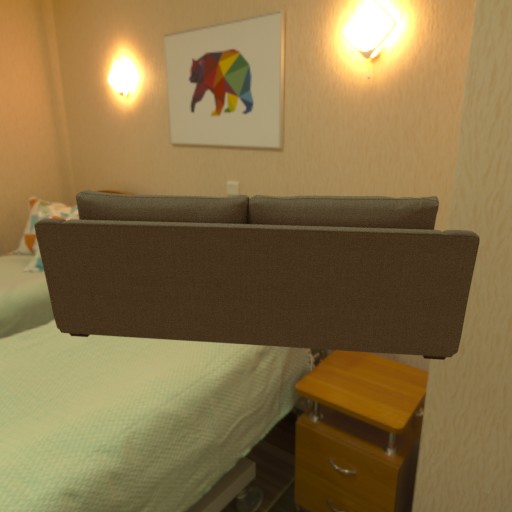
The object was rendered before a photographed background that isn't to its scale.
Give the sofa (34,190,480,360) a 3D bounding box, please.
[{"bbox_3d":[0.000,0.000,2.714,2.208,0.857,1.000,2,17,7],"label":"sofa"}]
